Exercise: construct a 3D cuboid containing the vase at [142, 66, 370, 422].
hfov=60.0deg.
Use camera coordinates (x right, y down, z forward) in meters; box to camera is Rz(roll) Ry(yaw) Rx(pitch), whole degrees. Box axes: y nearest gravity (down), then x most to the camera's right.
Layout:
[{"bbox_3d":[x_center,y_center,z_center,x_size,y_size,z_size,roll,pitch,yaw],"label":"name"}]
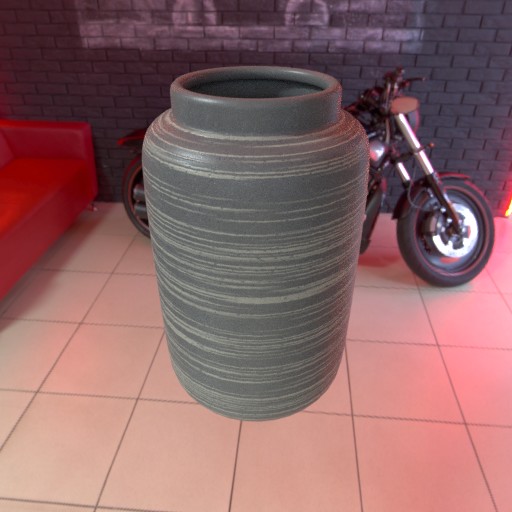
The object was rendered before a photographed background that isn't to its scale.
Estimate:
[{"bbox_3d":[0.000,0.000,0.663,0.297,0.499,0.297,0,32,0],"label":"vase"}]
